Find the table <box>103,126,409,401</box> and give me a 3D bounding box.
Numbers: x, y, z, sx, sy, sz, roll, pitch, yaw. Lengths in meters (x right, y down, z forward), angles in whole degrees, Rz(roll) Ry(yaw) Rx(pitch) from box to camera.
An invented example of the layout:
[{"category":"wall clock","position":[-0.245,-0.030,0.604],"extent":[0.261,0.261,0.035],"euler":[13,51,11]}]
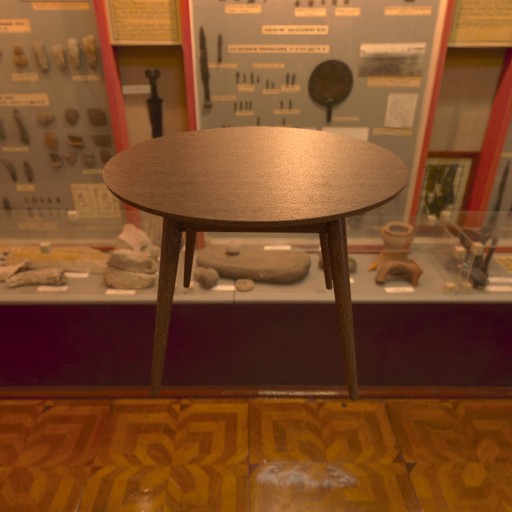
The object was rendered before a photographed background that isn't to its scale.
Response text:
[{"category":"table","position":[0.000,0.000,1.783],"extent":[1.053,0.786,1.053],"euler":[0,29,0]}]
